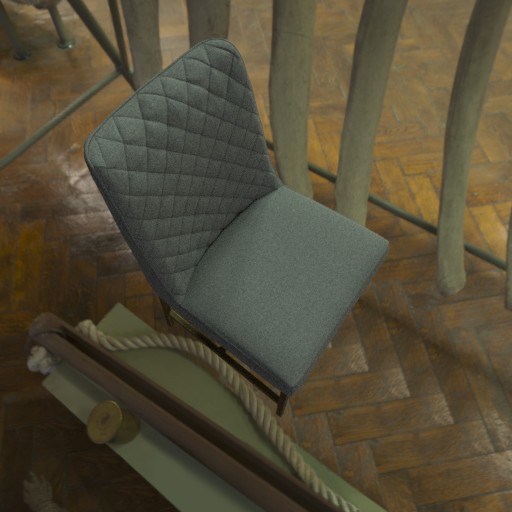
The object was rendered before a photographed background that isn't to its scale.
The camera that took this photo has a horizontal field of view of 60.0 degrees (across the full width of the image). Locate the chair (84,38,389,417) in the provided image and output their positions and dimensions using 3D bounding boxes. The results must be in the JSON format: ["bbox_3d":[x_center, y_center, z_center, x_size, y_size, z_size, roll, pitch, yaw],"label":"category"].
[{"bbox_3d":[0.000,0.000,1.225,0.587,0.889,0.508,32,66,17],"label":"chair"}]
